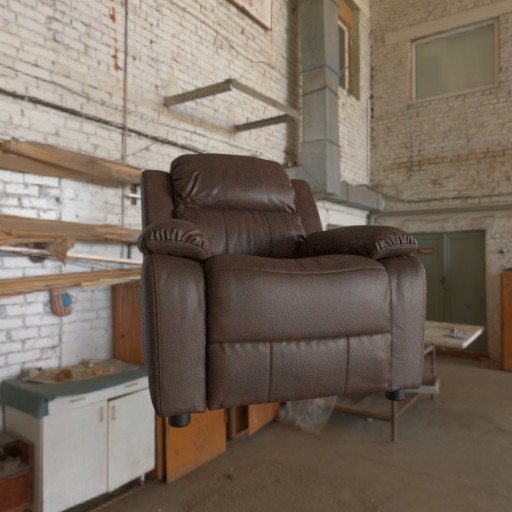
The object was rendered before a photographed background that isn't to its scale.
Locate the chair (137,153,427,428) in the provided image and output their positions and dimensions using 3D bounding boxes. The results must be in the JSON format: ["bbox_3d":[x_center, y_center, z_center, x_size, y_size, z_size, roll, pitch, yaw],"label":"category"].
[{"bbox_3d":[0.000,0.000,1.263,0.680,0.702,0.707,0,-1,-19],"label":"chair"}]
